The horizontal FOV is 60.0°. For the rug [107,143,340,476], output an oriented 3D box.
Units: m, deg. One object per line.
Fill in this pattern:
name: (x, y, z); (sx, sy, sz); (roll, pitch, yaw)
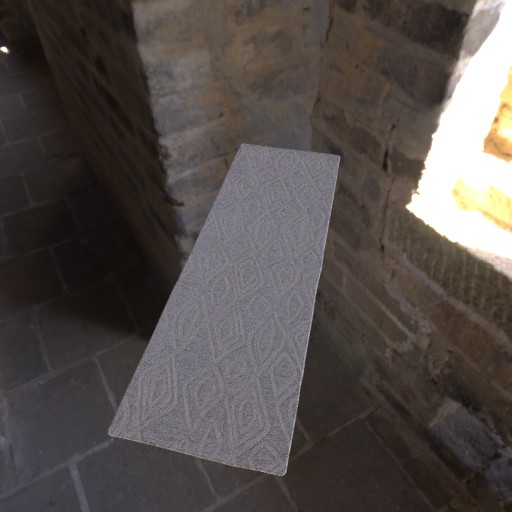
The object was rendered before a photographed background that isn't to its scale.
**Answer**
rug: (0.000, 0.000, 2.714); (0.807, 0.013, 2.436); (9, 47, 9)
